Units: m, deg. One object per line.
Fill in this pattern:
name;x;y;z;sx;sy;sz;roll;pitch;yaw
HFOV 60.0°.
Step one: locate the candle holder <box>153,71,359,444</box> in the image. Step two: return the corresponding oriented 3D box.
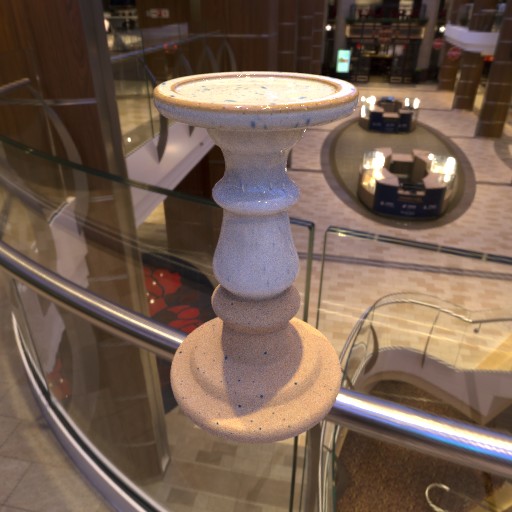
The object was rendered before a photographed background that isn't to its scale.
candle holder;0.000;0.000;0.276;0.123;0.202;0.123;0;30;0
